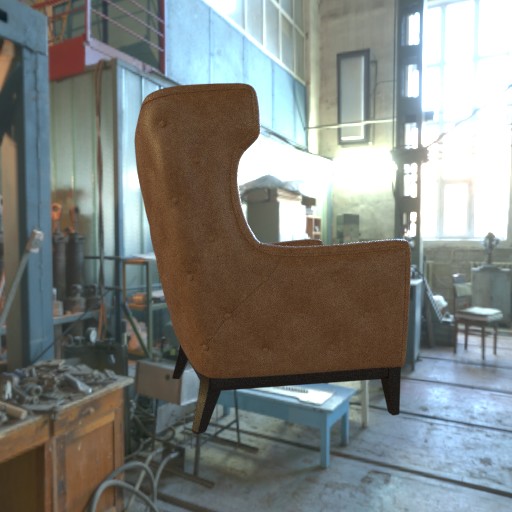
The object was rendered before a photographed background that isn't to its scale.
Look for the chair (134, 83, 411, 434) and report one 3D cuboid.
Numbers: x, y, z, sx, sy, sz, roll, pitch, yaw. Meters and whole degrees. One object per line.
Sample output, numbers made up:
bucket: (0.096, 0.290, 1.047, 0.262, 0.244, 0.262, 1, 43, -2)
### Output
chair: (0.000, 0.000, 1.718, 0.899, 1.079, 0.766, -1, 3, -17)
